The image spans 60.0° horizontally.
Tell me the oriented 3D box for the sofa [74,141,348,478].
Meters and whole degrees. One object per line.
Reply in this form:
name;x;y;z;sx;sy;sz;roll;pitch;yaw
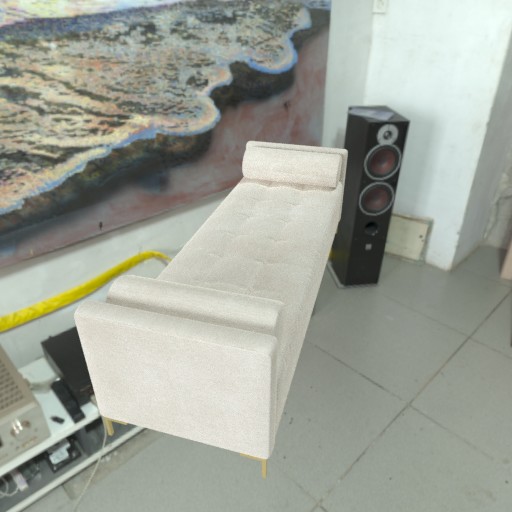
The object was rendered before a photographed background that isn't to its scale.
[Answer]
sofa;0.000;0.000;2.335;0.686;0.635;1.981;9;32;14
